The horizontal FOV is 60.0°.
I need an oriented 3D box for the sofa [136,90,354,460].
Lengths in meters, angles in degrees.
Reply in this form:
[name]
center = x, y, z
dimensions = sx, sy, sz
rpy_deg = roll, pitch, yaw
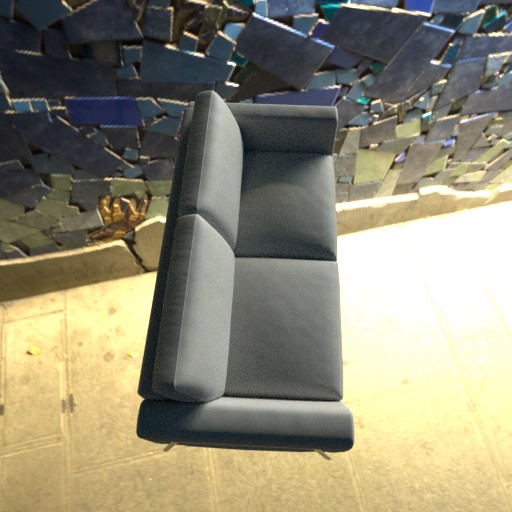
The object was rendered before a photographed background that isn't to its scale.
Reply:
[sofa]
center = 0.000, 0.000, 2.510
dimensions = 0.953, 0.875, 2.017
rpy_deg = 2, 63, 1
